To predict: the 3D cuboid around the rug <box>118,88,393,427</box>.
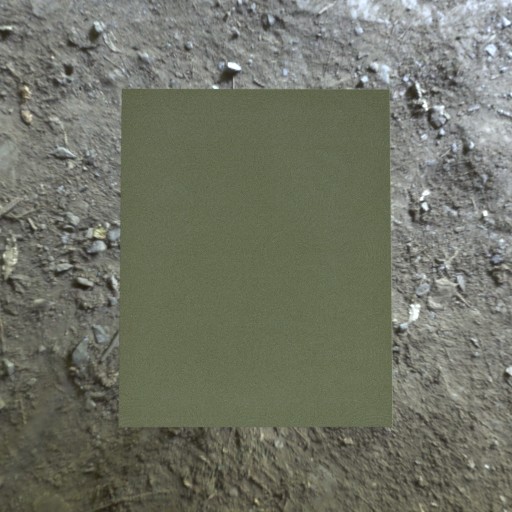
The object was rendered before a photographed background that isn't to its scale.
[{"bbox_3d":[0.000,0.000,3.382,2.073,0.011,2.584,0,88,0],"label":"rug"}]
